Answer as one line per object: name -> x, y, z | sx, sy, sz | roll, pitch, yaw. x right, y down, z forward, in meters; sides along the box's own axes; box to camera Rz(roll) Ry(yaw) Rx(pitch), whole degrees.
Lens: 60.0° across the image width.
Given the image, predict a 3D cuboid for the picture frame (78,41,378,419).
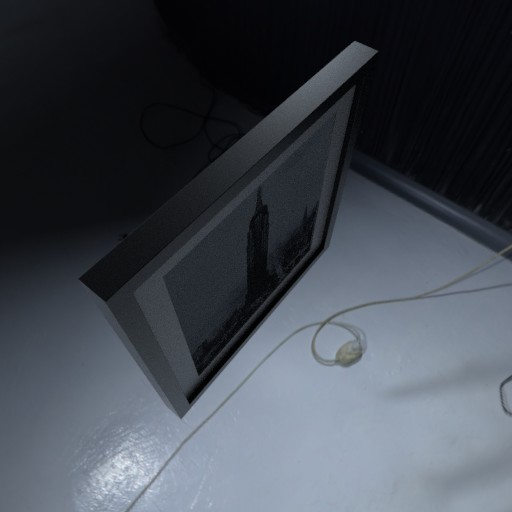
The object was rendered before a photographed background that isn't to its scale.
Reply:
picture frame -> 0.000, 0.000, 0.521 | 0.029, 0.353, 0.355 | 34, 64, 19
